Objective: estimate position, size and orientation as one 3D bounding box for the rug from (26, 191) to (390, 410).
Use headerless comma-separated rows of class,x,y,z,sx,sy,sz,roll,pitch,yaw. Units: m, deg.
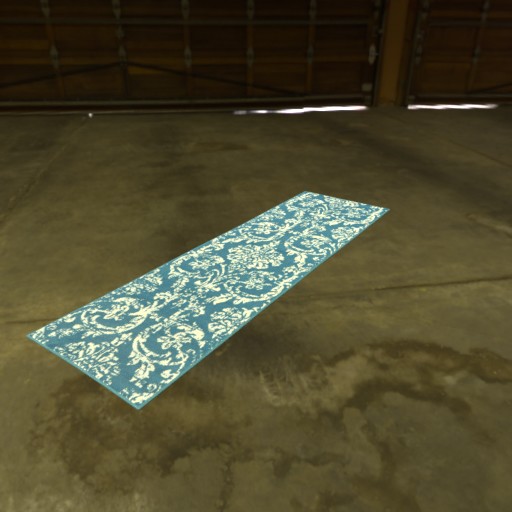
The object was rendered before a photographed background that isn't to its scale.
rug,0.000,0.000,2.373,0.662,0.011,2.196,18,32,31
